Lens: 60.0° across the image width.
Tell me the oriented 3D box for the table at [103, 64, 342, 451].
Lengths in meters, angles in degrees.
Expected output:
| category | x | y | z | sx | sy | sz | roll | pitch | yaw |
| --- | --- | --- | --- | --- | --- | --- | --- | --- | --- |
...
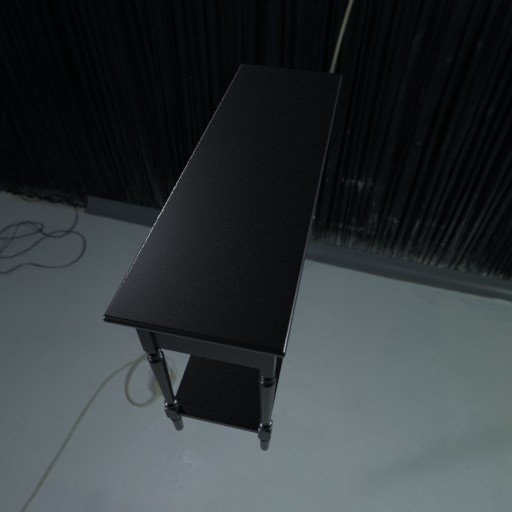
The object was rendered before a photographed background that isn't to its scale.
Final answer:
| category | x | y | z | sx | sy | sz | roll | pitch | yaw |
| --- | --- | --- | --- | --- | --- | --- | --- | --- | --- |
| table | 0.000 | 0.000 | 1.578 | 0.386 | 0.819 | 1.191 | 10 | 49 | 8 |
